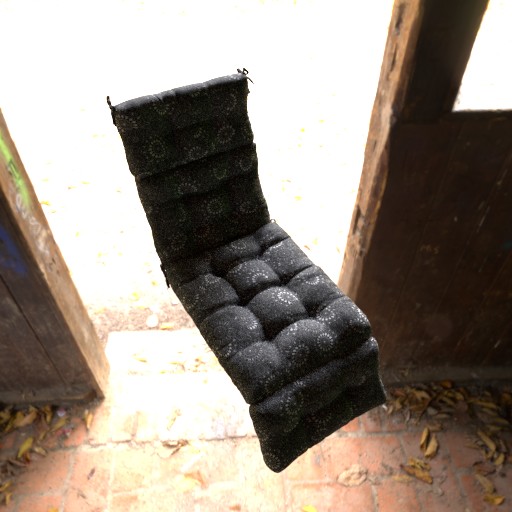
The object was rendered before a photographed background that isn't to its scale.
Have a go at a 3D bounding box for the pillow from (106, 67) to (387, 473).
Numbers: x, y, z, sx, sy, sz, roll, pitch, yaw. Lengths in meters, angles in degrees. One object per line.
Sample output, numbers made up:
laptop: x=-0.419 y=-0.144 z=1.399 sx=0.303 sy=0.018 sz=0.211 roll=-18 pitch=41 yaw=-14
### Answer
pillow: x=0.000 y=0.000 z=1.476 sx=0.526 sy=0.863 sz=1.016 roll=-24 pitch=50 yaw=-22
